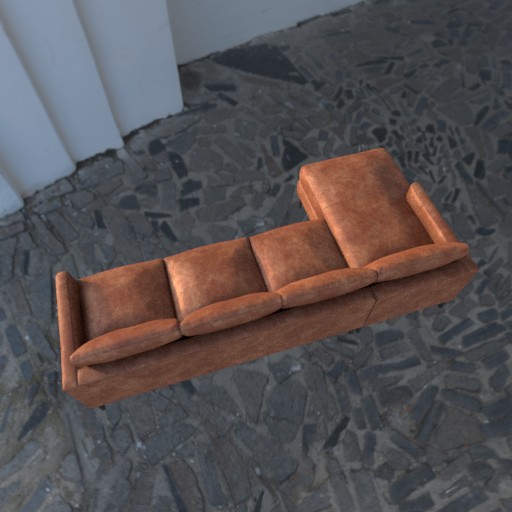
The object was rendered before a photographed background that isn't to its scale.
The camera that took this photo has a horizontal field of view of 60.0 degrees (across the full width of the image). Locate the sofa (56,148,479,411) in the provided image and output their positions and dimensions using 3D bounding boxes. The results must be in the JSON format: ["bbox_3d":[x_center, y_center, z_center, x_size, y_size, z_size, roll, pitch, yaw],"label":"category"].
[{"bbox_3d":[0.000,0.000,3.557,2.993,0.859,1.471,-15,59,-9],"label":"sofa"}]
